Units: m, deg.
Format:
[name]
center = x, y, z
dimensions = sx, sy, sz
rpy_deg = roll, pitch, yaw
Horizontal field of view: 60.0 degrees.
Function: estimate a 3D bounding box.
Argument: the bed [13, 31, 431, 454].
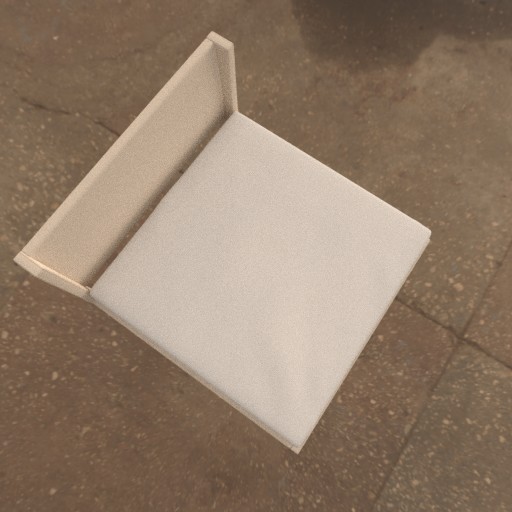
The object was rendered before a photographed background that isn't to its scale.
[bed]
center = 0.000, 0.000, 3.568
dimensions = 2.293, 1.471, 2.145
rpy_deg = 34, 77, 9
